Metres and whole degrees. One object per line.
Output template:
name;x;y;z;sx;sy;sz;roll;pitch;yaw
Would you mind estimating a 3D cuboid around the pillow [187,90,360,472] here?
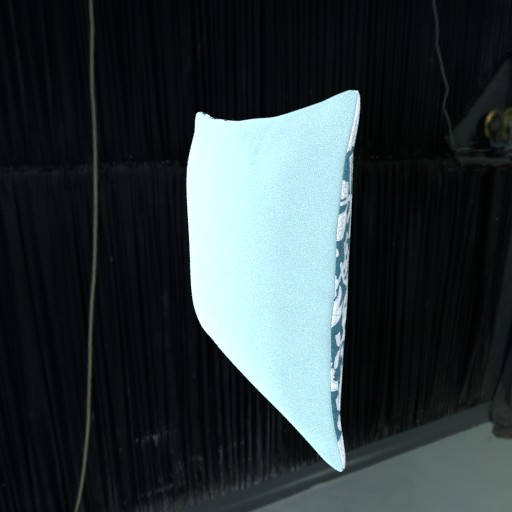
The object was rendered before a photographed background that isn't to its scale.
pillow;0.000;0.000;0.782;0.166;0.508;0.525;-7;17;-26
